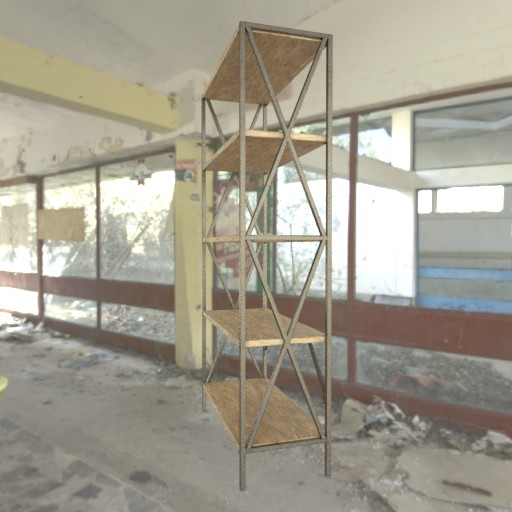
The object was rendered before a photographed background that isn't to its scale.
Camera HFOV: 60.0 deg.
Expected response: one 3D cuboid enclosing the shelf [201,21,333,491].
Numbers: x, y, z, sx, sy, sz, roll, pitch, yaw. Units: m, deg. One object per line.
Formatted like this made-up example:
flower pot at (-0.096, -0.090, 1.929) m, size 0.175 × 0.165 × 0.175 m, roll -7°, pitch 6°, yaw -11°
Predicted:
shelf at (0.000, 0.000, 2.173) m, size 0.386 × 1.803 × 0.874 m, roll 0°, pitch 1°, yaw -17°
